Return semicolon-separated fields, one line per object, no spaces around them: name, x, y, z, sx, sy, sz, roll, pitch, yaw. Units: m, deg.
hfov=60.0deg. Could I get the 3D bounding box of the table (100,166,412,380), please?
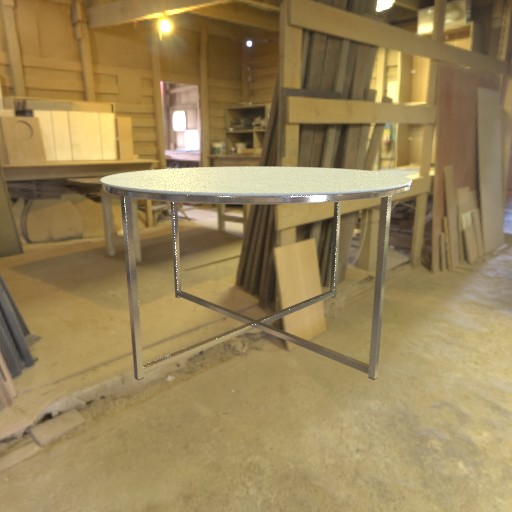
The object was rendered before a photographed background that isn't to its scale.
table;0.000;0.000;1.257;0.800;0.450;0.800;0;15;0
